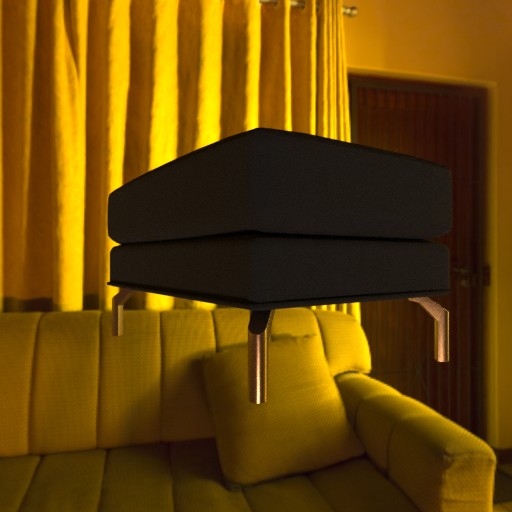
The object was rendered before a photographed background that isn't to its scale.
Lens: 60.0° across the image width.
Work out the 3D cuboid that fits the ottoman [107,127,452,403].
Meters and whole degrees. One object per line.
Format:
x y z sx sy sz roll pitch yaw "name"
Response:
0.000 0.000 1.224 0.587 0.498 0.835 0 0 -35 "ottoman"
